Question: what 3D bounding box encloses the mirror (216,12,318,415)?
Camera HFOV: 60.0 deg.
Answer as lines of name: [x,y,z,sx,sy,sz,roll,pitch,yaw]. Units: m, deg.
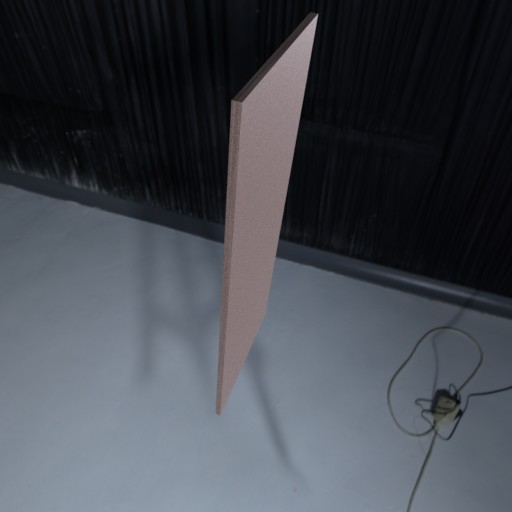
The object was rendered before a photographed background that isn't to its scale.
mirror: [0.000,0.000,2.217,0.221,2.020,0.812,15,47,14]
